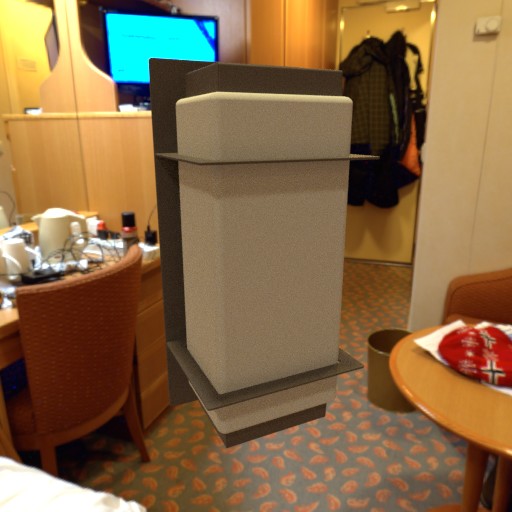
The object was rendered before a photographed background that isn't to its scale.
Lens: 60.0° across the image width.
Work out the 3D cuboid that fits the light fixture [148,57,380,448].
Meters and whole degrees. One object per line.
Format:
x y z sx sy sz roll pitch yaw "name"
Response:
0.000 0.000 0.414 0.153 0.347 0.146 -8 18 -25 "light fixture"
